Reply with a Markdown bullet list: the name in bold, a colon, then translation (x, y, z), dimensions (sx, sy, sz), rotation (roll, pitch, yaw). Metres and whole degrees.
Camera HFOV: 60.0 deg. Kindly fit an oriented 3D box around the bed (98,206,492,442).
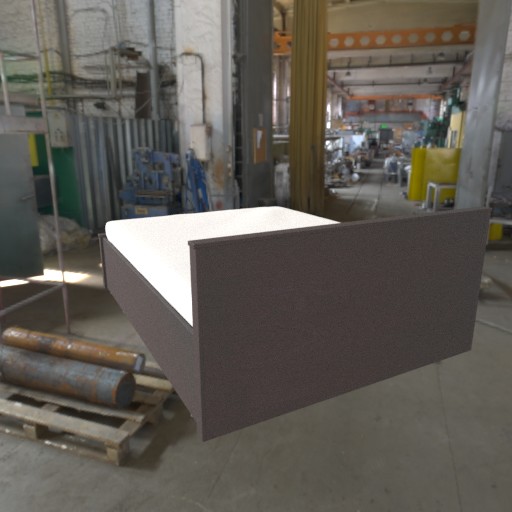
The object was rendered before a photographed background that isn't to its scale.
- **bed**: translation (0.000, 0.000, 2.912), dimensions (1.634, 0.808, 2.103), rotation (-8, 17, -27)
